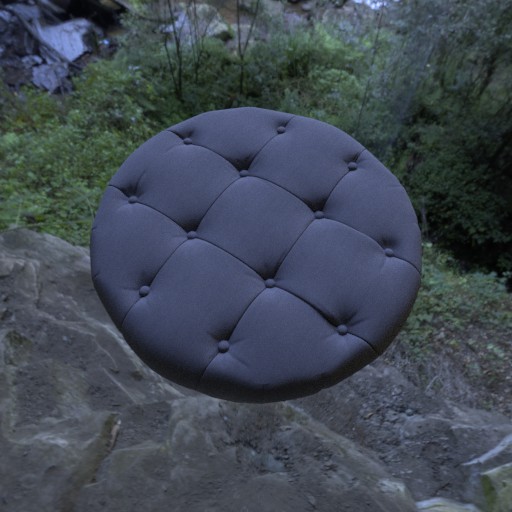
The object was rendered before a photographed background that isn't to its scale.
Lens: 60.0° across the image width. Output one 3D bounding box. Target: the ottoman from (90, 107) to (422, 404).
[{"bbox_3d":[0.000,0.000,1.342,0.901,0.439,0.901,0,63,0],"label":"ottoman"}]
